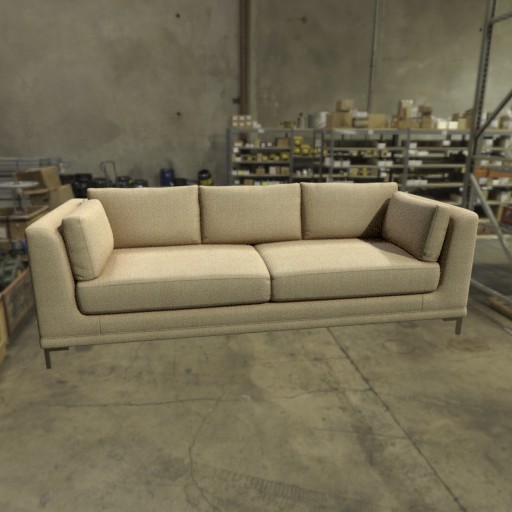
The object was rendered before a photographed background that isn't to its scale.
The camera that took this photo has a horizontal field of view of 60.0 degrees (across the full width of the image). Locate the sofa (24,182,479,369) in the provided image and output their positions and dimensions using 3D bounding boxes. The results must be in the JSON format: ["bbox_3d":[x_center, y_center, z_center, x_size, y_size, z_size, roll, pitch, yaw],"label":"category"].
[{"bbox_3d":[0.000,0.000,2.828,2.415,0.867,0.969,-3,16,-9],"label":"sofa"}]
